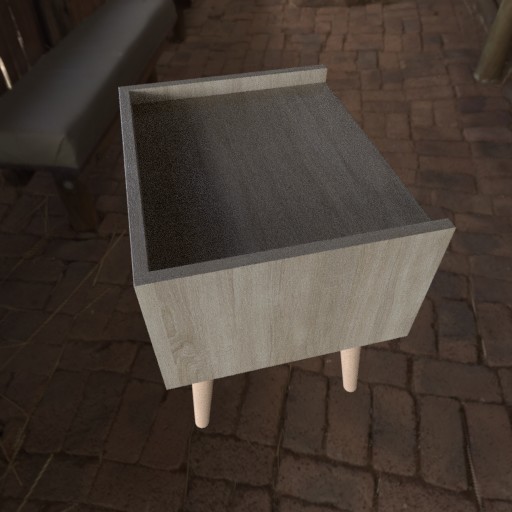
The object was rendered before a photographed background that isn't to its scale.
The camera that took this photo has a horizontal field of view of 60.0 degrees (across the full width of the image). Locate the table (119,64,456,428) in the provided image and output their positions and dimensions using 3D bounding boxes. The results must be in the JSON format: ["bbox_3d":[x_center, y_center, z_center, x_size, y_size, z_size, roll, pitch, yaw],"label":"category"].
[{"bbox_3d":[0.000,0.000,0.807,0.370,0.470,0.450,-10,48,-9],"label":"table"}]
